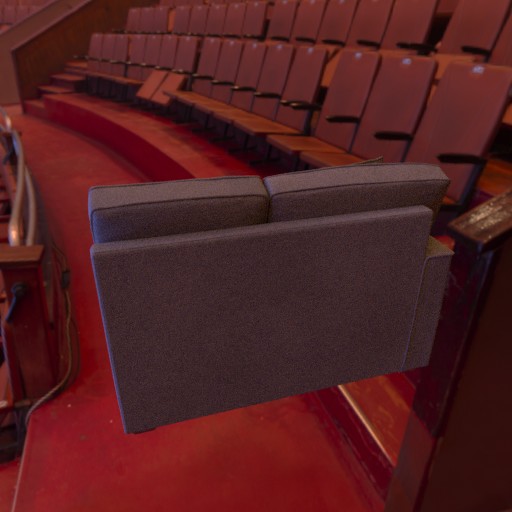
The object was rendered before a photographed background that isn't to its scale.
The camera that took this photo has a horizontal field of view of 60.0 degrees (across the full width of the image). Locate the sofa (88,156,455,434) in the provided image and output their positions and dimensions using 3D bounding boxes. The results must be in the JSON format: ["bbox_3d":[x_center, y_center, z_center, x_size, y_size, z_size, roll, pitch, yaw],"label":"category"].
[{"bbox_3d":[0.000,0.000,2.071,1.388,0.989,0.991,-8,28,-15],"label":"sofa"}]
